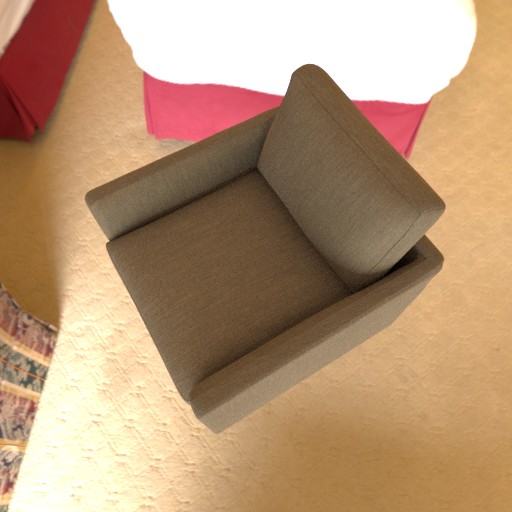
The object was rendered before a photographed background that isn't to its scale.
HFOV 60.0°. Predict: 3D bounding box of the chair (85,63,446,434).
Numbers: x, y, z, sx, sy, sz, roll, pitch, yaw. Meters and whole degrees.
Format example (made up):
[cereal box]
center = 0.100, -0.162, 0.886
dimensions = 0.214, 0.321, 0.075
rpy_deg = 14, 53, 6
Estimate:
[chair]
center = 0.000, 0.000, 1.458
dimensions = 0.834, 0.811, 0.763
rpy_deg = -29, 68, -13
